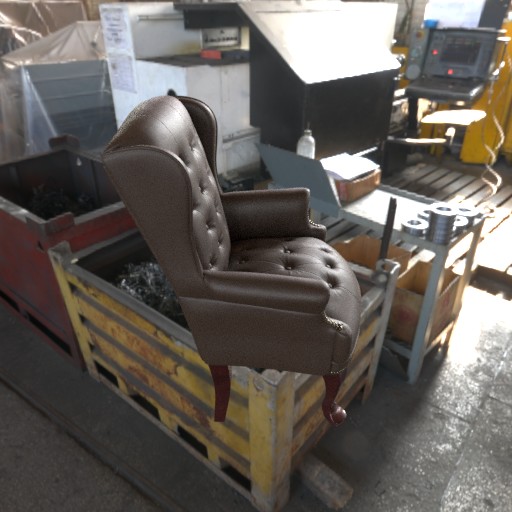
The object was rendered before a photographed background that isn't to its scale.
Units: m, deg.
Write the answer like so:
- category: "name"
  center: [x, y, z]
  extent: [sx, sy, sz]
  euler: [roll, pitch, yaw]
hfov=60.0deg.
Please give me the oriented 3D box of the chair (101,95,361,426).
- category: "chair"
  center: [0.000, 0.000, 1.683]
  extent: [0.819, 1.132, 0.829]
  euler: [1, 30, 1]
